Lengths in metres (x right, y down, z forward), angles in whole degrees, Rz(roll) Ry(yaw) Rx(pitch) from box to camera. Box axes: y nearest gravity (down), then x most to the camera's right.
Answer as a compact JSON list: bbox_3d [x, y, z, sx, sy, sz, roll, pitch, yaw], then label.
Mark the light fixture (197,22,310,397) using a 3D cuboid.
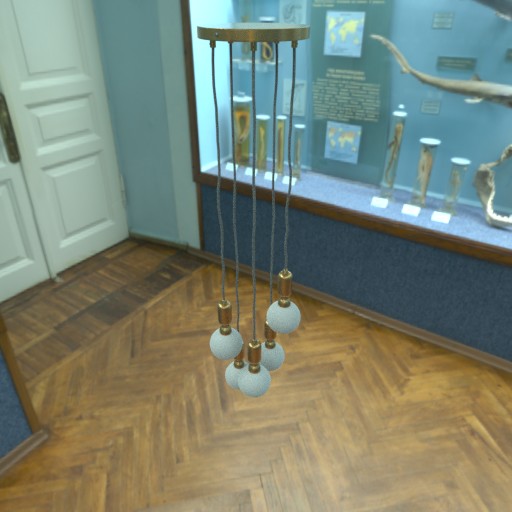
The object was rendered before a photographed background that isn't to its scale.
[{"bbox_3d":[0.000,0.000,0.494,0.108,0.457,0.105,20,36,30],"label":"light fixture"}]
